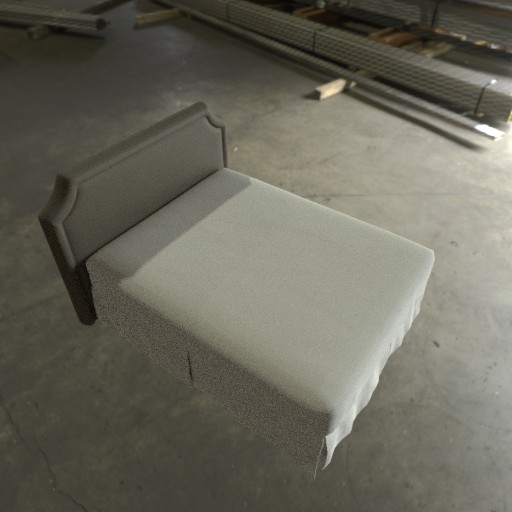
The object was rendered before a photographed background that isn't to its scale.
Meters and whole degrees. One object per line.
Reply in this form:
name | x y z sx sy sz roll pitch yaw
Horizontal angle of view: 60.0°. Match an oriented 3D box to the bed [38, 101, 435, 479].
bed | 0.000 0.000 3.189 2.181 1.297 1.831 26 48 26
